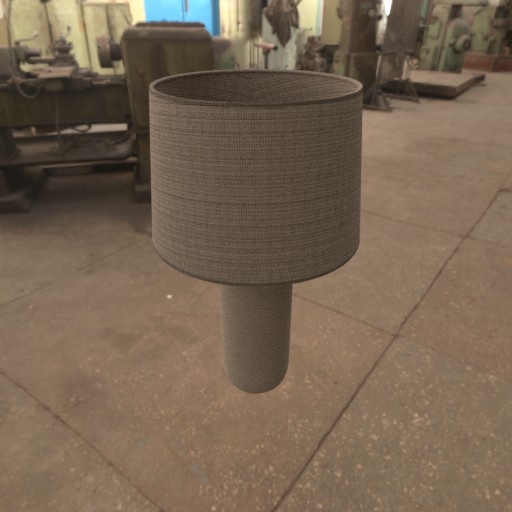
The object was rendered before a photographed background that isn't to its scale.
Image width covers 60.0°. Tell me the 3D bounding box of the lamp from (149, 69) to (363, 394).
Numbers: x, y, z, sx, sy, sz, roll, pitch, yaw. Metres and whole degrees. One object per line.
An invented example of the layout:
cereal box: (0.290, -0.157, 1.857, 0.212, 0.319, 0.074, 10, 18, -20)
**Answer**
lamp: (0.000, 0.000, 0.826, 0.367, 0.609, 0.367, 0, 30, 0)
